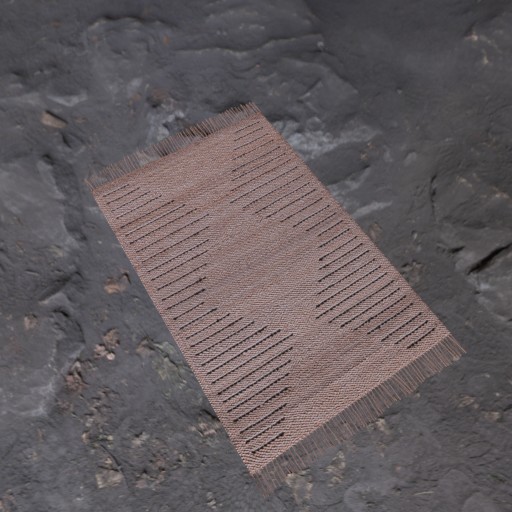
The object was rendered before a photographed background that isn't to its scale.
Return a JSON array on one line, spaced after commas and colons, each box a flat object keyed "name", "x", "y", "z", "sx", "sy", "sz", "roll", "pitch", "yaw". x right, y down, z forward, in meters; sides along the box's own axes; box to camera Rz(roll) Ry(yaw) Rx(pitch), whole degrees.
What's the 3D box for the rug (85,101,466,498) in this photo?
[{"name": "rug", "x": 0.000, "y": 0.000, "z": 2.492, "sx": 1.224, "sy": 0.027, "sz": 2.085, "roll": -30, "pitch": 67, "yaw": -14}]
